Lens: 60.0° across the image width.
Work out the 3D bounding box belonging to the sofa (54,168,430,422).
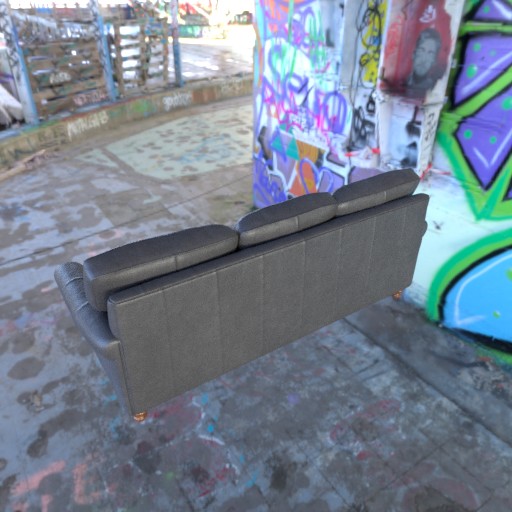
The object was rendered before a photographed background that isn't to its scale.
[{"bbox_3d":[0.000,0.000,2.935,2.387,0.977,0.974,-19,35,-29],"label":"sofa"}]
